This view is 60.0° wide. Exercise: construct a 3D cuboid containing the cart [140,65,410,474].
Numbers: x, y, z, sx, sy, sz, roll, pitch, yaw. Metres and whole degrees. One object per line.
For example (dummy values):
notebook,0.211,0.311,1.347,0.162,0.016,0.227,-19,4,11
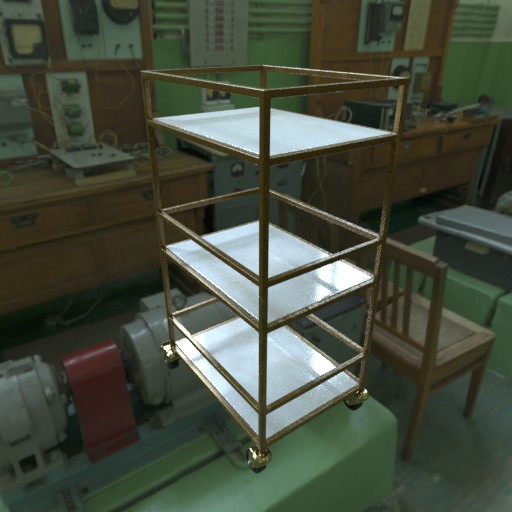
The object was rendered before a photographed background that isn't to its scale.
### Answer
cart,0.000,0.000,0.994,0.332,0.761,0.483,-18,32,-32
